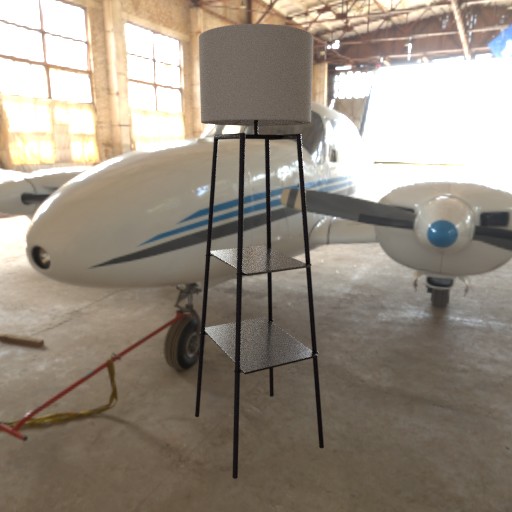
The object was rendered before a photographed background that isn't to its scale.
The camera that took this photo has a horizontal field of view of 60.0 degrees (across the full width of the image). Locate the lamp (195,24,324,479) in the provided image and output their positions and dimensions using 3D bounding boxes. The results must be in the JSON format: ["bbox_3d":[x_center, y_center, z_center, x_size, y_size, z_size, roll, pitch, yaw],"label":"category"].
[{"bbox_3d":[0.000,0.000,1.637,0.384,1.474,0.427,-7,15,-25],"label":"lamp"}]
